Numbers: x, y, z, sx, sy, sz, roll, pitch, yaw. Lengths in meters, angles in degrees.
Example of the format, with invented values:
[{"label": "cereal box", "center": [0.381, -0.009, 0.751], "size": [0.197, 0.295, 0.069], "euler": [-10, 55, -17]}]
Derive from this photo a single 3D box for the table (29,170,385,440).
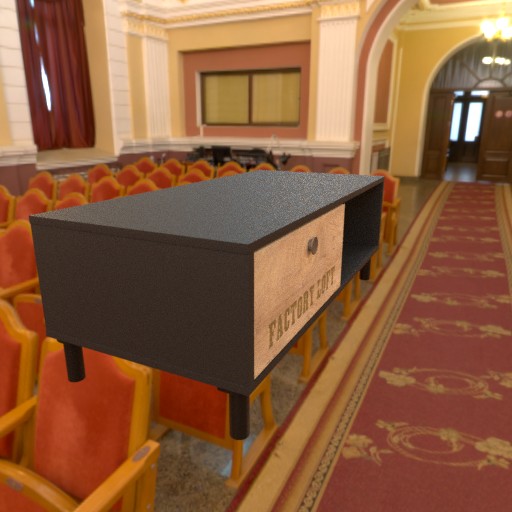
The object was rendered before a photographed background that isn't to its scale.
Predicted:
[{"label": "table", "center": [0.000, 0.000, 1.353], "size": [0.550, 0.400, 1.100], "euler": [8, 18, 25]}]
